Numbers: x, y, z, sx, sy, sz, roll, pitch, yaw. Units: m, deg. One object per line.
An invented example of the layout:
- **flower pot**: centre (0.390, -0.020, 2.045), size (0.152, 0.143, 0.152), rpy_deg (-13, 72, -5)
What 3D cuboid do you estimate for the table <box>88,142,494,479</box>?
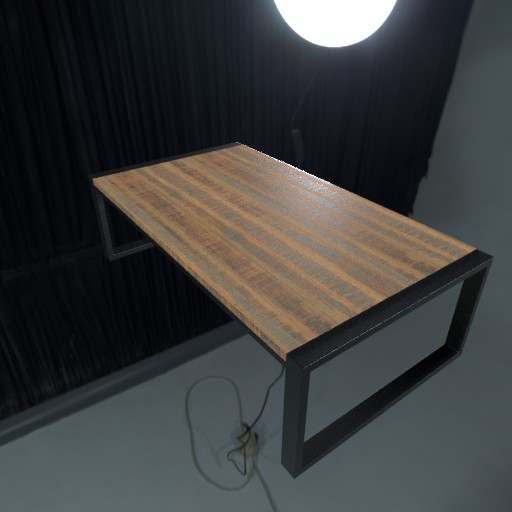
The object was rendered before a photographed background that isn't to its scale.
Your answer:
- **table**: centre (0.000, 0.000, 1.684), size (0.750, 0.400, 1.350), rpy_deg (-21, 38, -30)
